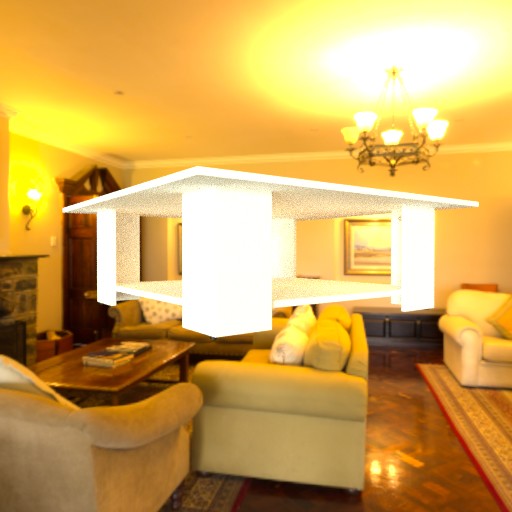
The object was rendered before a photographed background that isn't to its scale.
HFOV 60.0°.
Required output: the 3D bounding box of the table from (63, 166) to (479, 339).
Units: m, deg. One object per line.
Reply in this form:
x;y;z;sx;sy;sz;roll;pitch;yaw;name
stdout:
0.000;0.000;1.335;0.890;0.305;0.890;-1;1;-36;table
